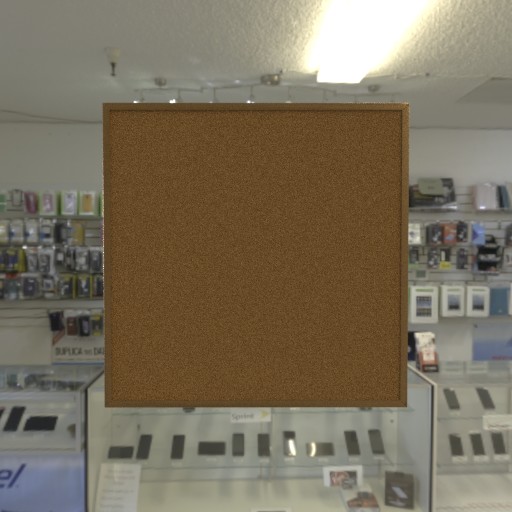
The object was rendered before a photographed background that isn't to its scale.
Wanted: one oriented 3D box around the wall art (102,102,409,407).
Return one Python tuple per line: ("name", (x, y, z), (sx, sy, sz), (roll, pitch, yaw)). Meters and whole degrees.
("wall art", (0.000, 0.000, 0.752), (0.505, 0.505, 0.037), (0, 1, 0))
